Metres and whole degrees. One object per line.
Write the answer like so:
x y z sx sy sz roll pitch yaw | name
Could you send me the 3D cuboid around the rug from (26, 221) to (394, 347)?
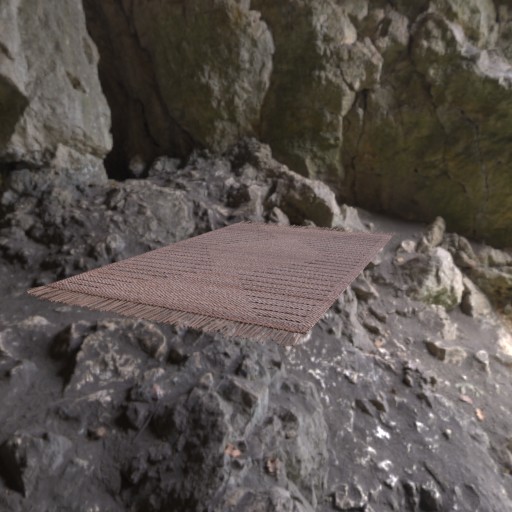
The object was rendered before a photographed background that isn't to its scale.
0.000 0.000 2.513 1.224 0.027 2.085 6 15 25 | rug
